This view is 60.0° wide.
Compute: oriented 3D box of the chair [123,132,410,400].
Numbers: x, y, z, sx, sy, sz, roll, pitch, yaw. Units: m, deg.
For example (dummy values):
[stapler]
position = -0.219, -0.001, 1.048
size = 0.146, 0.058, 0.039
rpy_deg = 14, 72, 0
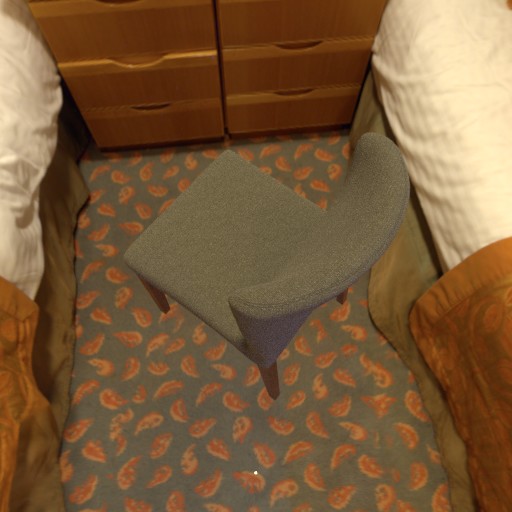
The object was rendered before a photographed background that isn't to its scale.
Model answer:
[chair]
position = 0.000, 0.000, 1.222
size = 0.589, 0.839, 0.491
rpy_deg = 34, 69, 15
